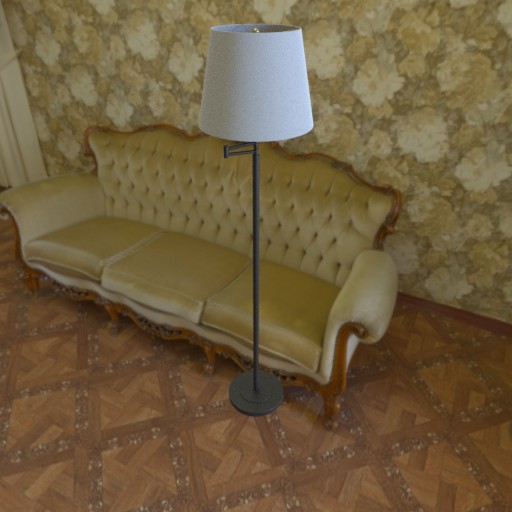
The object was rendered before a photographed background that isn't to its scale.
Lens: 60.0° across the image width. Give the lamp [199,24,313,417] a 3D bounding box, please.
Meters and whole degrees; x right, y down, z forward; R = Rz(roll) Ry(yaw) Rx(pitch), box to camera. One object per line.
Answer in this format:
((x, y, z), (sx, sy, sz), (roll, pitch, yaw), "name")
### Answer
((0.000, 0.000, 1.604), (0.348, 1.473, 0.348), (-10, 34, -16), "lamp")
